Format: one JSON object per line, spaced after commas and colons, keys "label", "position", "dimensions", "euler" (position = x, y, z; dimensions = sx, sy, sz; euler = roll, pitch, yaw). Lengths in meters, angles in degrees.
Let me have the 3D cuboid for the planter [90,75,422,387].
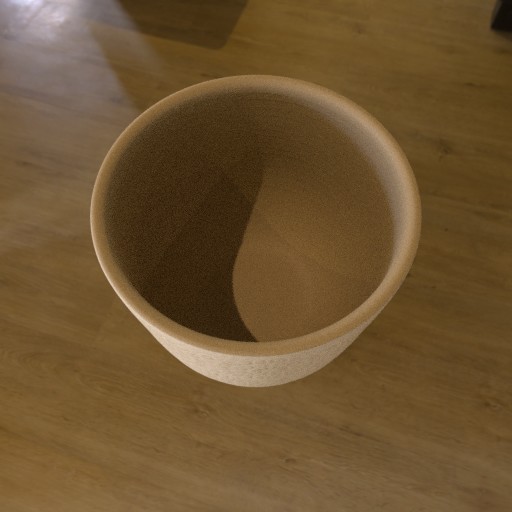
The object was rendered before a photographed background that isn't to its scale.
{"label": "planter", "position": [0.000, 0.000, 0.297], "dimensions": [0.170, 0.152, 0.170], "euler": [0, 64, 0]}
